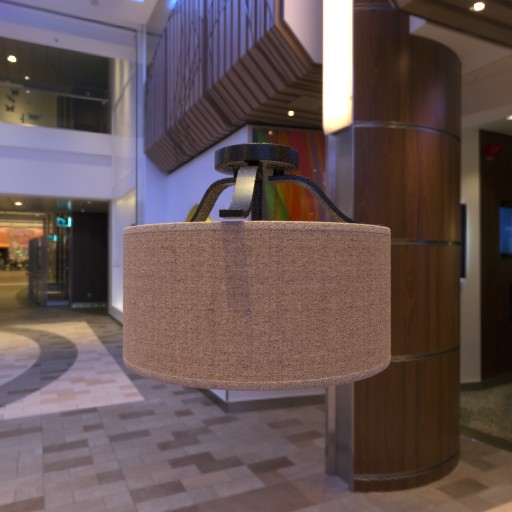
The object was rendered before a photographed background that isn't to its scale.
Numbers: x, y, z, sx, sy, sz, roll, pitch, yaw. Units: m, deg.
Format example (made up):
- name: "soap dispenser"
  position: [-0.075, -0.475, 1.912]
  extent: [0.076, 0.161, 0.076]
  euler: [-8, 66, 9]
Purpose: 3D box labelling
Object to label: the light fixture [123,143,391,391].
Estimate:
- name: "light fixture"
  position: [0.000, 0.000, 0.658]
  extent: [0.390, 0.306, 0.390]
  euler: [0, 0, 0]
